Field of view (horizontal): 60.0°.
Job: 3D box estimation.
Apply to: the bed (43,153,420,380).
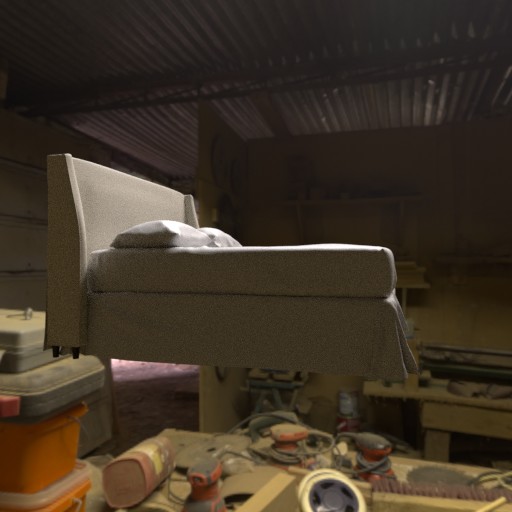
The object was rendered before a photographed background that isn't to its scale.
[{"bbox_3d":[0.000,0.000,3.418,2.276,1.332,1.925,0,-1,17],"label":"bed"}]
